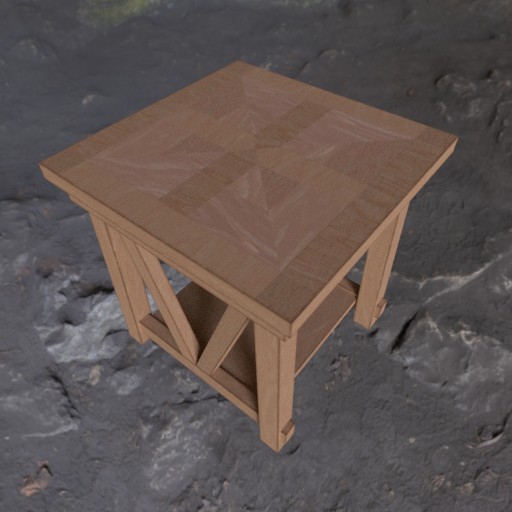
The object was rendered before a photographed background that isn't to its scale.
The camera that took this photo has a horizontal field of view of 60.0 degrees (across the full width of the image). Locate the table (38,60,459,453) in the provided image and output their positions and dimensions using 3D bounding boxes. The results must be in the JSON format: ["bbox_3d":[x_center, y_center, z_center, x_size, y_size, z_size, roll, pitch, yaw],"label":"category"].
[{"bbox_3d":[0.000,0.000,1.137,0.612,0.638,0.610,30,54,25],"label":"table"}]
